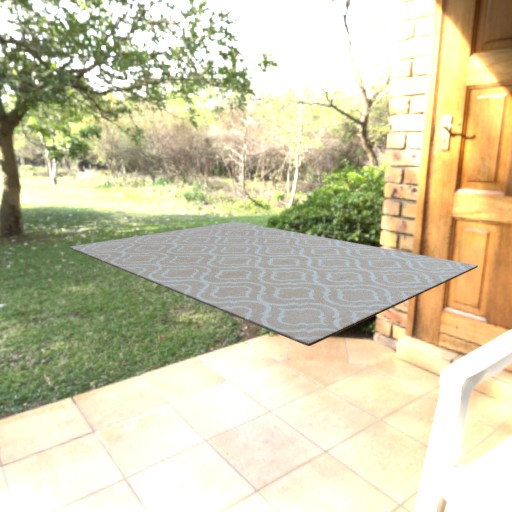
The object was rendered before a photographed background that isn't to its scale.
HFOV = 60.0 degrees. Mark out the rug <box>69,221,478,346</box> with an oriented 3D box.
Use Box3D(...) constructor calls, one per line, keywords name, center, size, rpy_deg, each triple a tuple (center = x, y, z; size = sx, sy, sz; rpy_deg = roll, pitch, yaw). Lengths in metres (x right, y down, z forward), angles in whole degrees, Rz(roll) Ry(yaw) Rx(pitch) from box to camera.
Box3D(name="rug", center=(0.000, 0.000, 2.802), size=(1.524, 0.010, 2.134), rpy_deg=(-13, 19, -42))
